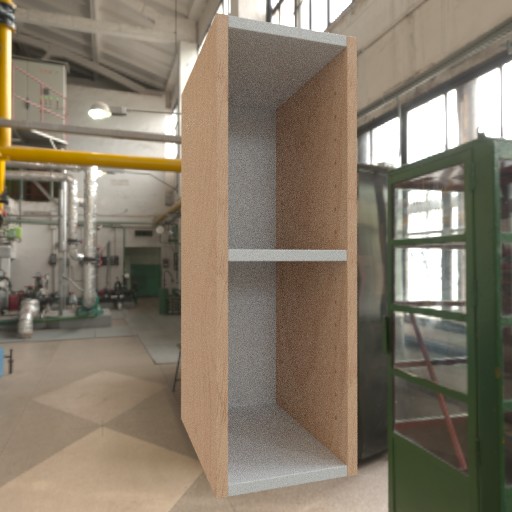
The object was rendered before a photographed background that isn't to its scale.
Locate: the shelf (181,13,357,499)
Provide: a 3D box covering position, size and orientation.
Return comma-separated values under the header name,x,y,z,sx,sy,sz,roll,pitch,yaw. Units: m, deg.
name,x,y,z,sx,sy,sz,roll,pitch,yaw
shelf,0.000,0.000,0.715,0.200,0.600,0.290,0,0,-18
